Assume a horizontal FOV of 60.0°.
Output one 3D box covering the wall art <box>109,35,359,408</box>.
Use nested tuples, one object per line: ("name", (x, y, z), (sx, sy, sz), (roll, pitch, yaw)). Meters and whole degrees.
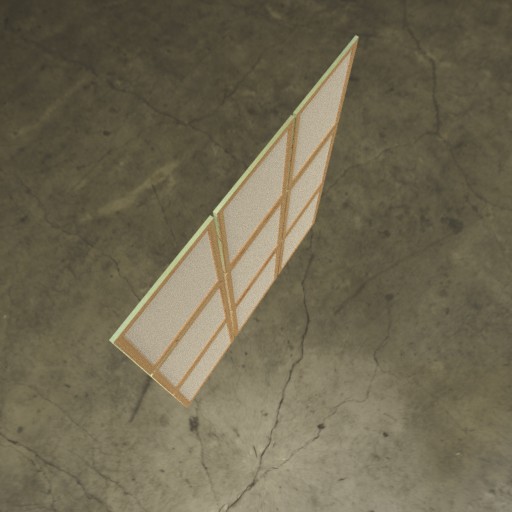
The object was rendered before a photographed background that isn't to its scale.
("wall art", (0.000, 0.000, 1.784), (0.013, 1.219, 1.214), (31, 68, 14))
